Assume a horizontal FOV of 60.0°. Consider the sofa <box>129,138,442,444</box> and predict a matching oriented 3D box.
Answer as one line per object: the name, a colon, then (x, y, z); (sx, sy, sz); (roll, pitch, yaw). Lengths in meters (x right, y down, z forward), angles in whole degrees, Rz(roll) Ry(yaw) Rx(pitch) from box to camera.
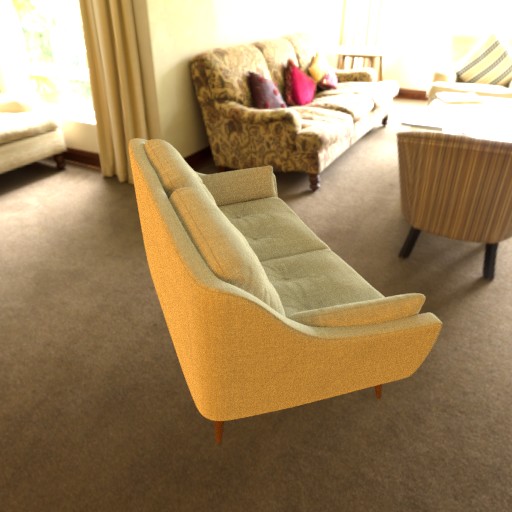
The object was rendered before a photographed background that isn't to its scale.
sofa: (0.000, 0.000, 2.205); (0.965, 0.888, 1.652); (-11, 33, -18)
